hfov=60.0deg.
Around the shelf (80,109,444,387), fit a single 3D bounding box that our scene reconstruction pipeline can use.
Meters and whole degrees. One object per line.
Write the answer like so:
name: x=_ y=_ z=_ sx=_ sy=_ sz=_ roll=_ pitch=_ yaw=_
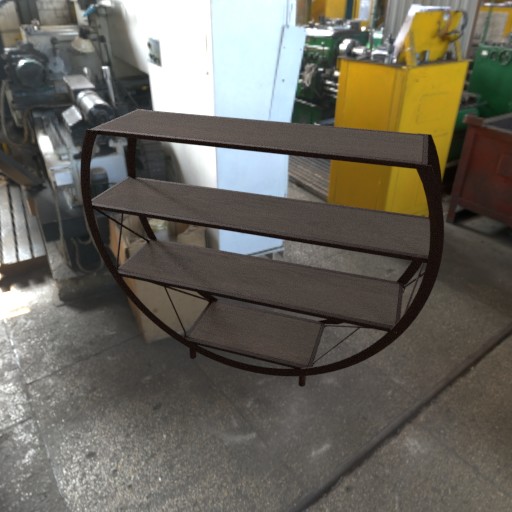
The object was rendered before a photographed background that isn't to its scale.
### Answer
shelf: x=0.000 y=0.000 z=1.897 sx=1.403 sy=1.063 sz=0.344 roll=10 pitch=33 yaw=16
